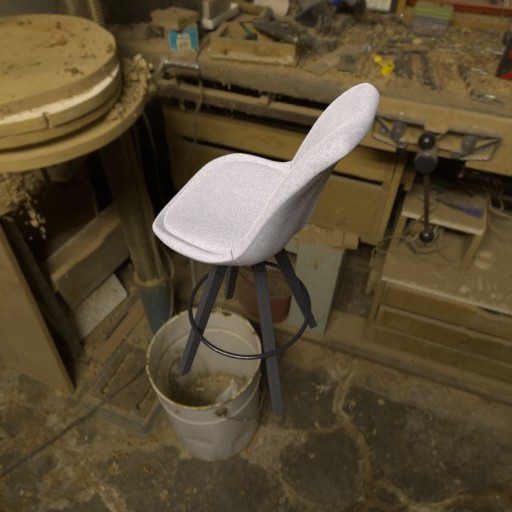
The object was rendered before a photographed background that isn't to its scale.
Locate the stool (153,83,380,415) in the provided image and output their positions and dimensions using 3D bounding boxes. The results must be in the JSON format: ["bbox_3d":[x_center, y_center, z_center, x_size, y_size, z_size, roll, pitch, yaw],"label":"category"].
[{"bbox_3d":[0.000,0.000,1.421,0.550,1.115,0.485,17,48,16],"label":"stool"}]
